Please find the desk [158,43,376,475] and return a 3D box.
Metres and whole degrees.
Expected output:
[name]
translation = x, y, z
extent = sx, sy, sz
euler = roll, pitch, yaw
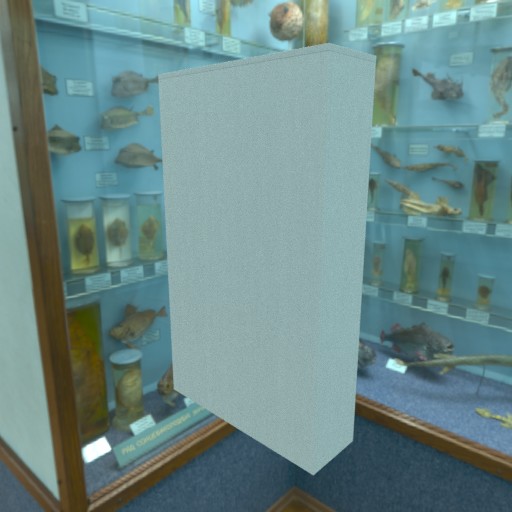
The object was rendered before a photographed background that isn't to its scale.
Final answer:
[desk]
translation = 0.000, 0.000, 1.608
extent = 0.750, 1.280, 0.250
euler = 13, 19, 42
